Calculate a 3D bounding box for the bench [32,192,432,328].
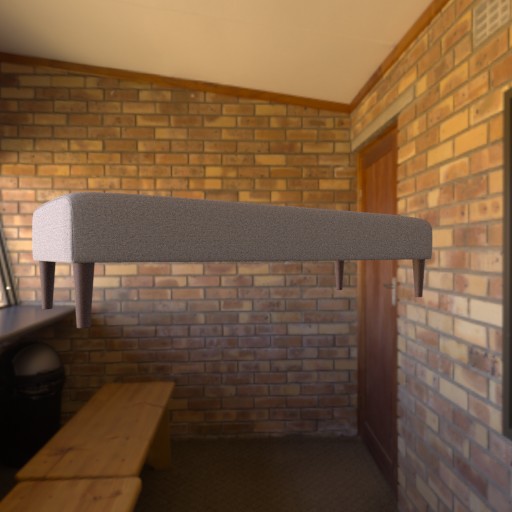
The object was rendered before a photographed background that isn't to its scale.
[{"bbox_3d":[0.000,0.000,1.839,1.598,0.383,0.631,0,0,-35],"label":"bench"}]
